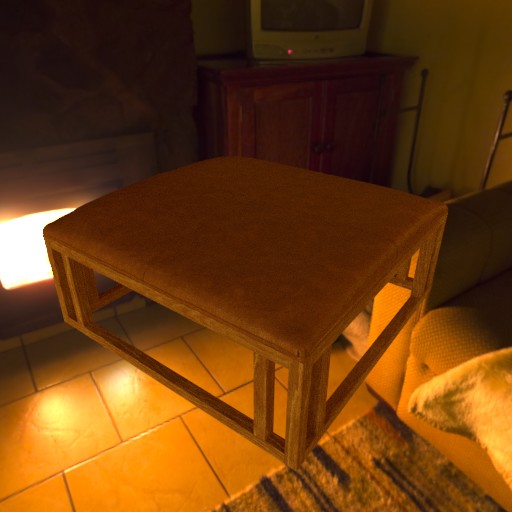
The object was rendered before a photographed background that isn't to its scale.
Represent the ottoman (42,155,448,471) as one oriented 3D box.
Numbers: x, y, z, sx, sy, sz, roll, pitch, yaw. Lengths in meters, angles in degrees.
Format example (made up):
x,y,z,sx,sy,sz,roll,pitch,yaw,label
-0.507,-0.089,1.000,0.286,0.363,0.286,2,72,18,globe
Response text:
x,y,z,sx,sy,sz,roll,pitch,yaw,label
0.000,0.000,1.611,1.016,0.442,1.013,20,35,32,ottoman
